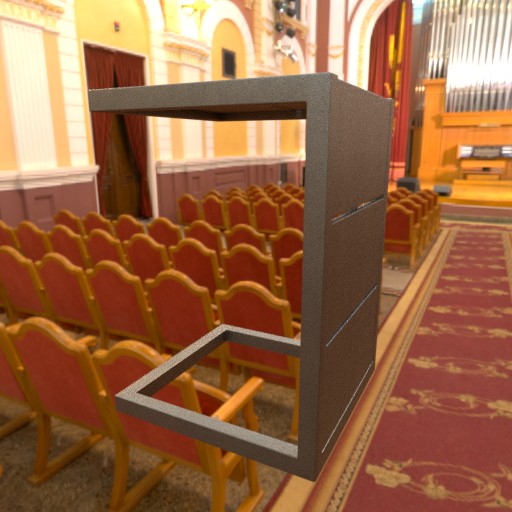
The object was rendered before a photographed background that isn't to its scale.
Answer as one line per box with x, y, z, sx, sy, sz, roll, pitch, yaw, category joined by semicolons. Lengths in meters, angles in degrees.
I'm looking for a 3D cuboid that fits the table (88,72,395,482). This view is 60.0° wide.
0.000;0.000;0.889;0.420;0.609;0.405;7;16;27;table
